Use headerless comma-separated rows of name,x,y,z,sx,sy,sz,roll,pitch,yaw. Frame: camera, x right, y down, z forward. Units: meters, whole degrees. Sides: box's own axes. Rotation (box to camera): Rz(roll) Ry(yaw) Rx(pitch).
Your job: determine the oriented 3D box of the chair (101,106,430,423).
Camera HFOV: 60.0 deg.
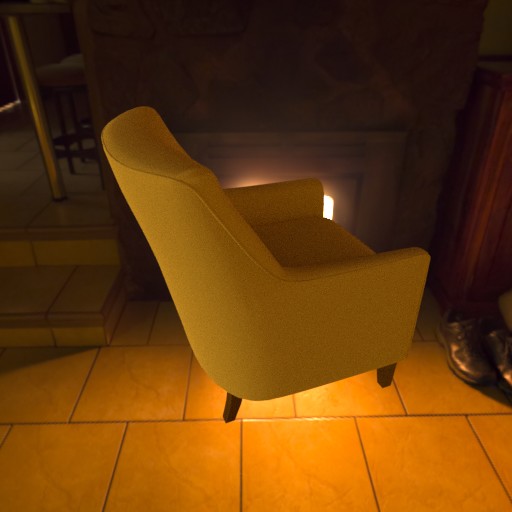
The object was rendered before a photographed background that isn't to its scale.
chair,0.000,0.000,1.537,0.879,0.916,0.756,-11,31,-18
